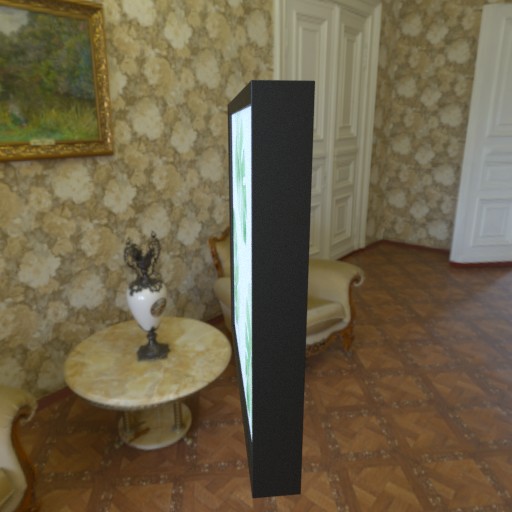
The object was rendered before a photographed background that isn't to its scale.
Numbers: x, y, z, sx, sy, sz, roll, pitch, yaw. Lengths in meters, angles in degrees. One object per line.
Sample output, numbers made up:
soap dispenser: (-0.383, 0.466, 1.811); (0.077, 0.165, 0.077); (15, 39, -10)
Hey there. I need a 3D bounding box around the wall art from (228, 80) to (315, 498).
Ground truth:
wall art: (0.000, 0.000, 0.449); (0.038, 0.304, 0.304); (-2, 16, -6)
